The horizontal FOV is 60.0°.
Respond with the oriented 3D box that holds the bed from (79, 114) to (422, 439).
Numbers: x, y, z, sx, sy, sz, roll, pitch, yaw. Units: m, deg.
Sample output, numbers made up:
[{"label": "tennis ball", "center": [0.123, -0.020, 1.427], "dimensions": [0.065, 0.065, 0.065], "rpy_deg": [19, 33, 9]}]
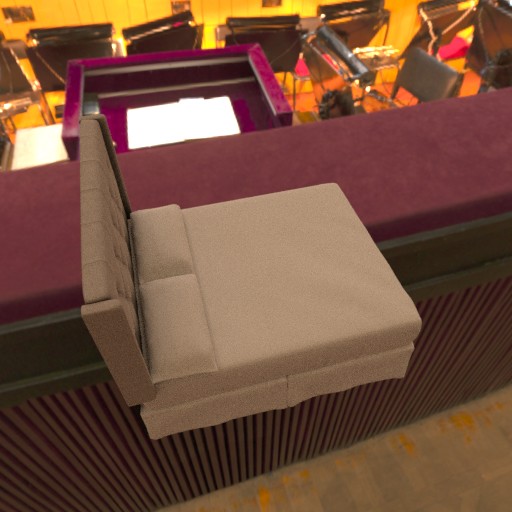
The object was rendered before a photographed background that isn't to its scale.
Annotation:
[{"label": "bed", "center": [0.000, 0.000, 3.271], "dimensions": [2.066, 1.665, 1.719], "rpy_deg": [-12, 49, -10]}]
